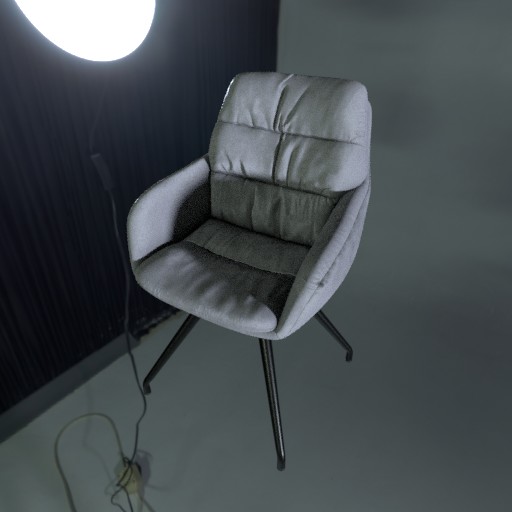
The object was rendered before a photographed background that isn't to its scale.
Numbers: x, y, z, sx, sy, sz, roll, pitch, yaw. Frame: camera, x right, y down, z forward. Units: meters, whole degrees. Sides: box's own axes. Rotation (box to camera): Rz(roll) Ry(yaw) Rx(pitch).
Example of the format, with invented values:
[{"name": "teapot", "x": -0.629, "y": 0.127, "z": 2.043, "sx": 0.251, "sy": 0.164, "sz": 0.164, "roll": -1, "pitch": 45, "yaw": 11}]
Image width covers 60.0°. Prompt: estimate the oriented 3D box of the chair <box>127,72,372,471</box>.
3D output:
[{"name": "chair", "x": 0.000, "y": 0.000, "z": 1.235, "sx": 0.579, "sy": 0.888, "sz": 0.569, "roll": 18, "pitch": 35, "yaw": 27}]
